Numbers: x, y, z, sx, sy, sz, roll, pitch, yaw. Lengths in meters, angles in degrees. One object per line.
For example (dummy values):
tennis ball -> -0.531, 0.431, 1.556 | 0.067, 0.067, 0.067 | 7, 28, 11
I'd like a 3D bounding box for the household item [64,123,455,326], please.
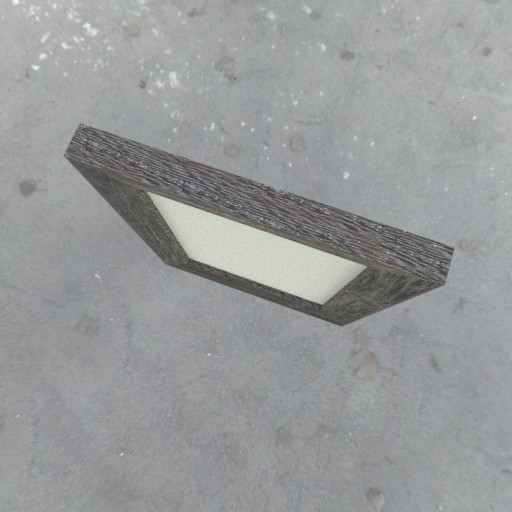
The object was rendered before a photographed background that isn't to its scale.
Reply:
household item -> 0.000, 0.000, 0.279 | 0.160, 0.210, 0.020 | 19, 77, 4
